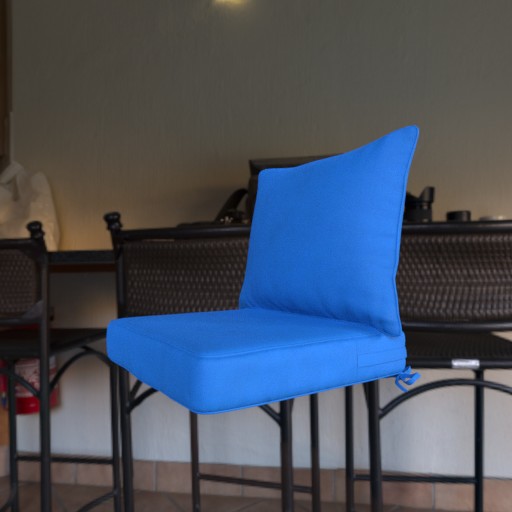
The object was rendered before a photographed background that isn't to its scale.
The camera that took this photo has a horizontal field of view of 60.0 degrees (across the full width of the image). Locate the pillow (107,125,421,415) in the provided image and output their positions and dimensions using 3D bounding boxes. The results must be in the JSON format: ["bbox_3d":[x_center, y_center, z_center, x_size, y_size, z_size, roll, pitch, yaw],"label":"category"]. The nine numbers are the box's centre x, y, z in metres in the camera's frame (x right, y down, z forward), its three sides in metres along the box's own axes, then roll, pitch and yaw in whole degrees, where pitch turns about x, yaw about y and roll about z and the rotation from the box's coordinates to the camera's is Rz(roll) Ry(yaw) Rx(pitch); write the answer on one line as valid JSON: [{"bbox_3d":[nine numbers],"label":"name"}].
[{"bbox_3d":[0.000,0.000,1.365,0.733,0.725,0.798,1,-1,-34],"label":"pillow"}]
